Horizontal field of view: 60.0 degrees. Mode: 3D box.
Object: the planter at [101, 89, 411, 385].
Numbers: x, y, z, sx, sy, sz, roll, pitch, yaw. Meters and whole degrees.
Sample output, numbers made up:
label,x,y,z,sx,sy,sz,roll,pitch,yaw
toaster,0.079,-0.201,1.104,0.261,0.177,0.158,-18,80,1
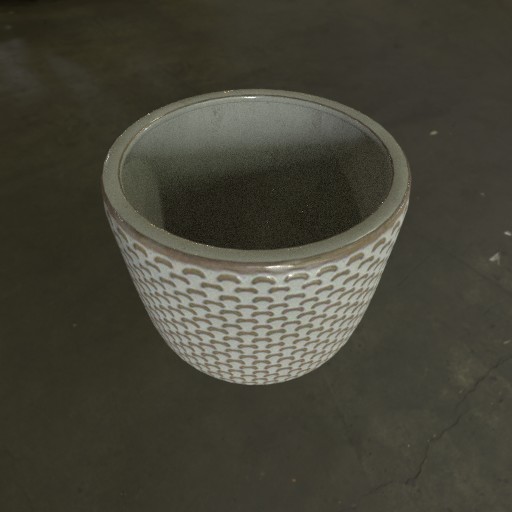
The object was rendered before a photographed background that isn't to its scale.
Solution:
label,x,y,z,sx,sy,sz,roll,pitch,yaw
planter,0.000,0.000,0.246,0.139,0.130,0.139,0,45,0
